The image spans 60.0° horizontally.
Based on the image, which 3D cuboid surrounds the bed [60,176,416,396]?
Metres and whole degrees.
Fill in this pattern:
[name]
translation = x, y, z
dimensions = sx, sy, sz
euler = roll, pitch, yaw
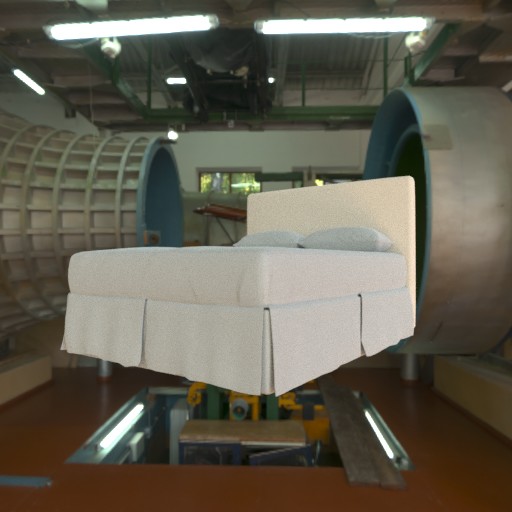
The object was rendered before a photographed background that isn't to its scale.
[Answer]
[bed]
translation = 0.000, 0.000, 3.283
dimensions = 1.748, 1.330, 2.142
euler = -1, -1, 37
